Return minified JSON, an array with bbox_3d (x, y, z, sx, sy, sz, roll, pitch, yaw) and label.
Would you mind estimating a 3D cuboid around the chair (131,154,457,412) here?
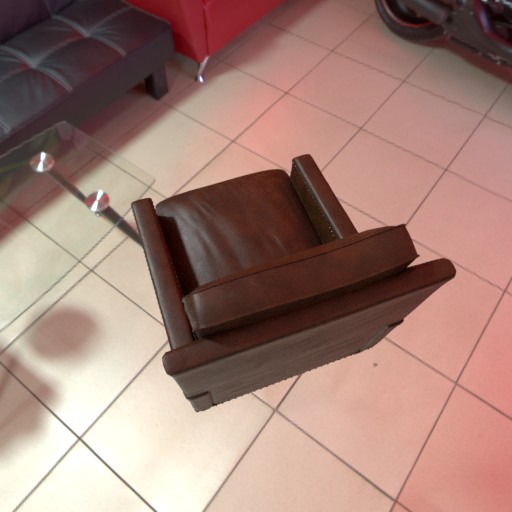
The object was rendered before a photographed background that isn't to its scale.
[{"bbox_3d":[0.000,0.000,1.808,0.854,1.054,1.035,-17,60,-11],"label":"chair"}]
